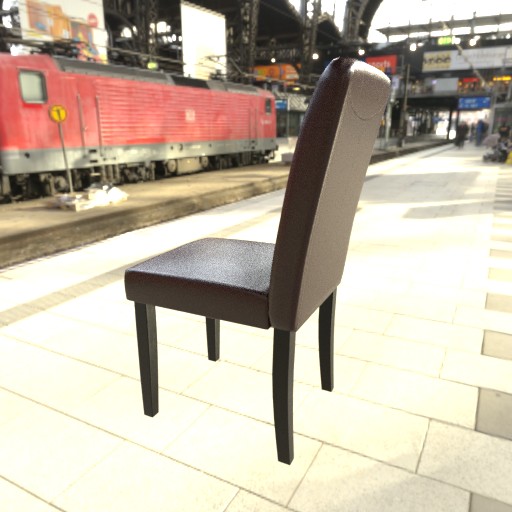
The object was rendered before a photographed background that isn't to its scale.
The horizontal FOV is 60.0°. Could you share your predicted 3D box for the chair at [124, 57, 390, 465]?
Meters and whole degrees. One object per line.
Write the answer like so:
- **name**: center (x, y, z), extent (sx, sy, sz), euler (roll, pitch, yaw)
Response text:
- **chair**: center (0.000, 0.000, 1.159), extent (0.556, 0.897, 0.399), euler (8, 18, 25)
